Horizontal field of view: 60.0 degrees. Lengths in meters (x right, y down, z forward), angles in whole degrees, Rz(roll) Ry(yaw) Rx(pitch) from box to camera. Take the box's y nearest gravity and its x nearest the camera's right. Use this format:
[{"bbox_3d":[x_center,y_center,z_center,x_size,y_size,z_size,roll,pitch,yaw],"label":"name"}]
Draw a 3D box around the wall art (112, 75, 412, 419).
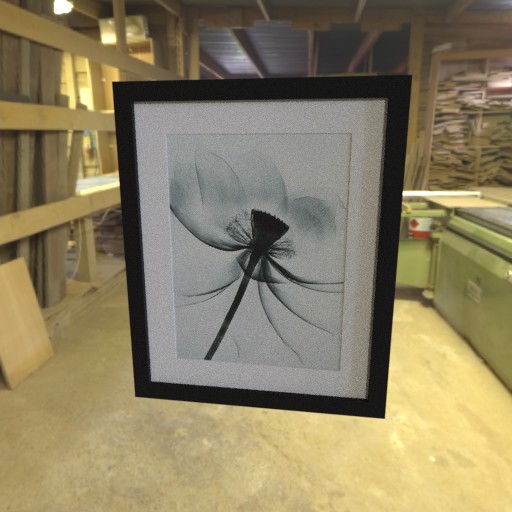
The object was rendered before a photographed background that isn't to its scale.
[{"bbox_3d":[0.000,0.000,0.749,0.457,0.559,0.029,2,14,8],"label":"wall art"}]
